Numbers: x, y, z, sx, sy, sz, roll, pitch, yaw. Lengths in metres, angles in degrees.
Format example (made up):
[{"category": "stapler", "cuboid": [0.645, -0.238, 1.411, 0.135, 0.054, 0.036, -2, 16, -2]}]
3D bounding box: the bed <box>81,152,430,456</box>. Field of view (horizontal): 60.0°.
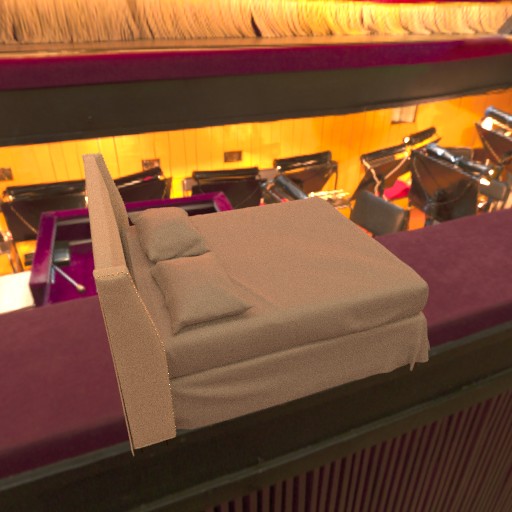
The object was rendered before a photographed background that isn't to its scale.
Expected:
[{"category": "bed", "cuboid": [0.000, 0.000, 3.421, 2.276, 1.332, 1.925, -11, 33, -17]}]
